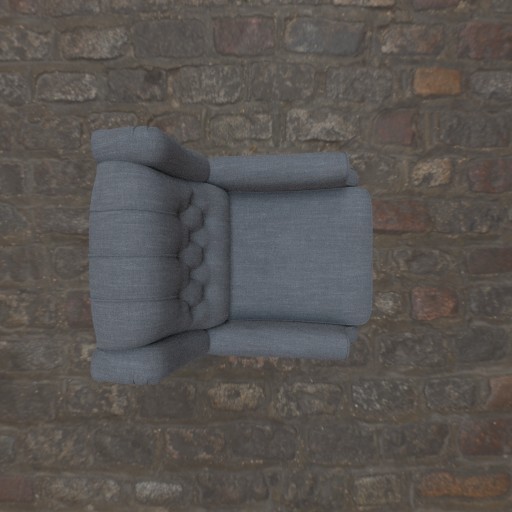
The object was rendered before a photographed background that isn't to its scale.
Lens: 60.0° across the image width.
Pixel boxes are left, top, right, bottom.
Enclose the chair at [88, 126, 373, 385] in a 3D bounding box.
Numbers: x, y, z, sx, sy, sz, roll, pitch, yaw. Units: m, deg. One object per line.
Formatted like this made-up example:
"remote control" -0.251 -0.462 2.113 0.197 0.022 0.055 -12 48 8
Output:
"chair" 0.000 0.000 1.620 0.898 1.035 0.742 0 90 -1
